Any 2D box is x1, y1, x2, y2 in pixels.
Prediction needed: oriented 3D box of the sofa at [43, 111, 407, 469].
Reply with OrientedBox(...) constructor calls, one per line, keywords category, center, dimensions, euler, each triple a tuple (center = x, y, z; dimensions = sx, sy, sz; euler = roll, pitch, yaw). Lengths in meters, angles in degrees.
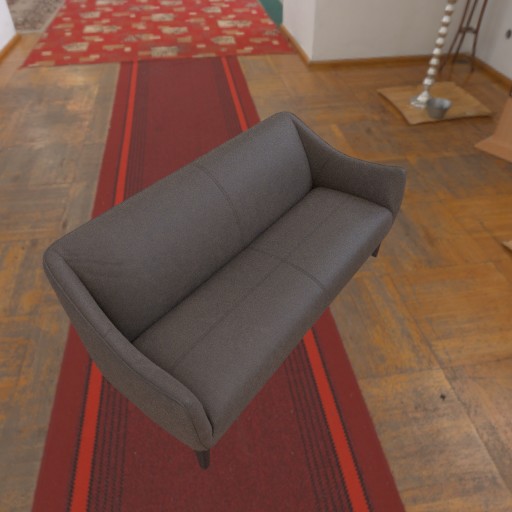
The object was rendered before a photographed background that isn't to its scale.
OrientedBox(category="sofa", center=(0.000, 0.000, 2.327), dimensions=(0.869, 0.831, 1.928), euler=(25, 46, 27))
